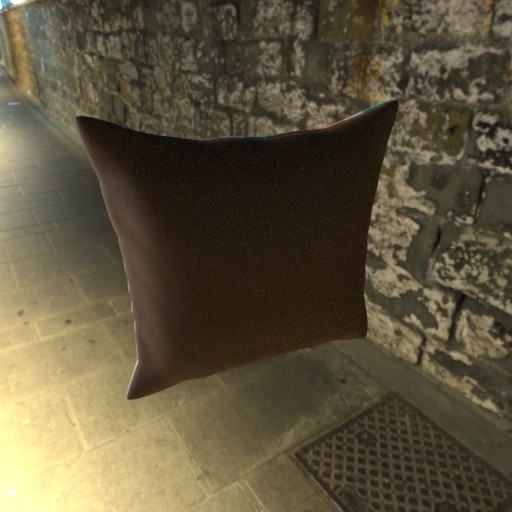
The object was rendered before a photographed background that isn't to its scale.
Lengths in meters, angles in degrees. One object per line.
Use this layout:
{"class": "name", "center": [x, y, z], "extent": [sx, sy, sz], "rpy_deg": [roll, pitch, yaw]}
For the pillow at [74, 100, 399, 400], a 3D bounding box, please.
{"class": "pillow", "center": [0.000, 0.000, 0.687], "extent": [0.453, 0.443, 0.168], "rpy_deg": [-9, 28, -18]}
